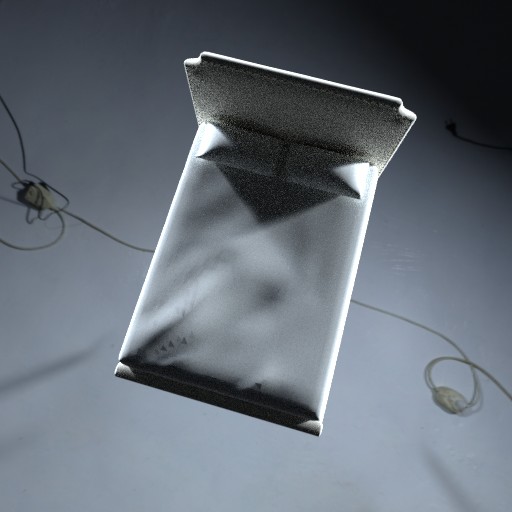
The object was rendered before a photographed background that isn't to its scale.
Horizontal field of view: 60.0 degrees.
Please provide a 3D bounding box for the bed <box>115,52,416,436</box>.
[{"bbox_3d":[0.000,0.000,3.468,1.712,1.443,2.365,15,76,4],"label":"bed"}]
